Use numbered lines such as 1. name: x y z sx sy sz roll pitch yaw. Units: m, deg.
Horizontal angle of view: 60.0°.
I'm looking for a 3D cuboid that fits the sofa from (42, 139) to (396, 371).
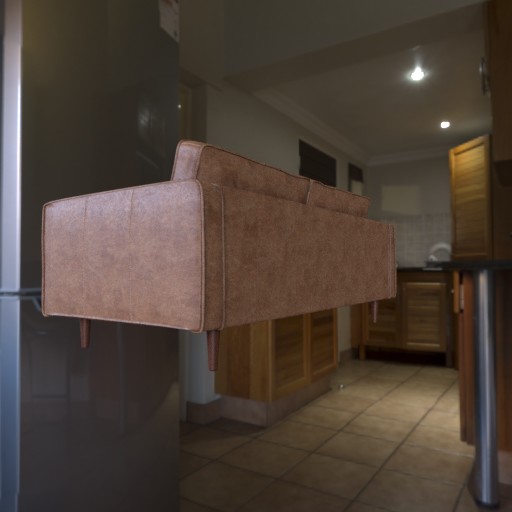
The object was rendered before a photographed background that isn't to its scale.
1. sofa: 0.000 0.000 2.388 0.924 0.825 1.920 -1 -1 35
